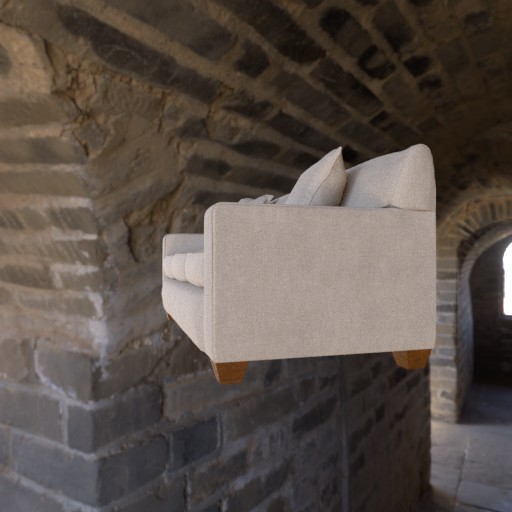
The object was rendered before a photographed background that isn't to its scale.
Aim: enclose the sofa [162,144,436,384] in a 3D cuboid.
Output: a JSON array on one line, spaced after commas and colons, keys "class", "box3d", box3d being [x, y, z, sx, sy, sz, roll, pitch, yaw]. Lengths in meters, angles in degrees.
[{"class": "sofa", "box3d": [0.000, 0.000, 2.647, 0.997, 0.958, 2.024, 0, -1, -17]}]
